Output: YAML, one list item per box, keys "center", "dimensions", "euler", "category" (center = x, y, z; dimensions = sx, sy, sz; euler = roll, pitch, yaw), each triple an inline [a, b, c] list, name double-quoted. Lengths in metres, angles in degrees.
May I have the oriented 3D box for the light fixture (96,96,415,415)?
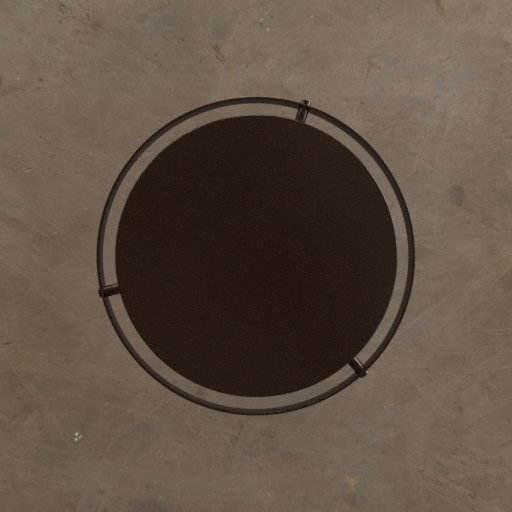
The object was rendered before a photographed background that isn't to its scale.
- center: [0.000, 0.000, 0.561]
  dimensions: [0.361, 0.130, 0.361]
  euler: [0, 89, -2]
  category: "light fixture"
